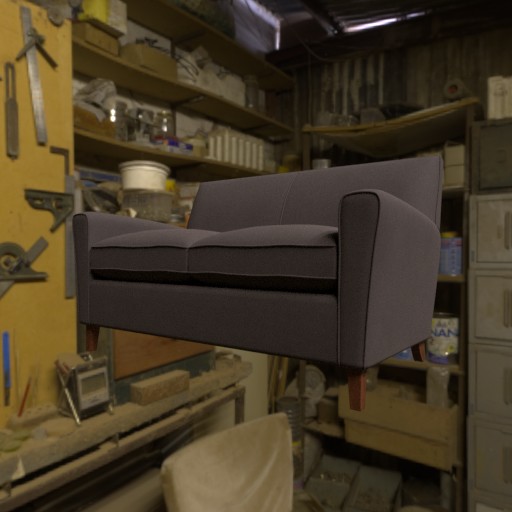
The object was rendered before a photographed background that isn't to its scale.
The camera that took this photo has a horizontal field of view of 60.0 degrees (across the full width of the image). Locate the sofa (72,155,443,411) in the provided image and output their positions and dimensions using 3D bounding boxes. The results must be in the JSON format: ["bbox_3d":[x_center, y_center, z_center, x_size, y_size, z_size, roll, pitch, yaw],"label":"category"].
[{"bbox_3d":[0.000,0.000,1.927,1.420,0.846,0.871,1,1,35],"label":"sofa"}]
